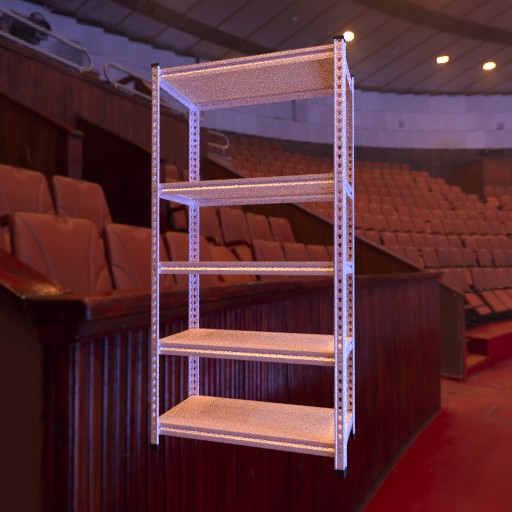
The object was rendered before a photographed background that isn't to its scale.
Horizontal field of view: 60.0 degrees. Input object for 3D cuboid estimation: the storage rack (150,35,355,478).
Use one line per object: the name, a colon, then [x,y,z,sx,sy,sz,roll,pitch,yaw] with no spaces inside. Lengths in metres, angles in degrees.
storage rack: [0.000,0.000,2.182,0.914,1.829,0.457,0,-1,18]
